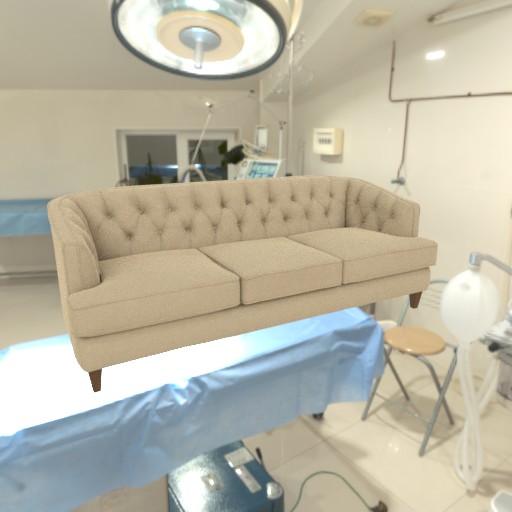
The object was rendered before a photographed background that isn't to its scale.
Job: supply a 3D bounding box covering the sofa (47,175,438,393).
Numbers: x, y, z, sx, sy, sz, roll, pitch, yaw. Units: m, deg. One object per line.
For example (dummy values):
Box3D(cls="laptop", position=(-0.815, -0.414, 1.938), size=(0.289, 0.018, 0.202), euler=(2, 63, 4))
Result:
Box3D(cls="sofa", position=(0.000, 0.000, 2.762), size=(2.278, 0.855, 0.941), euler=(-9, 18, -27))
